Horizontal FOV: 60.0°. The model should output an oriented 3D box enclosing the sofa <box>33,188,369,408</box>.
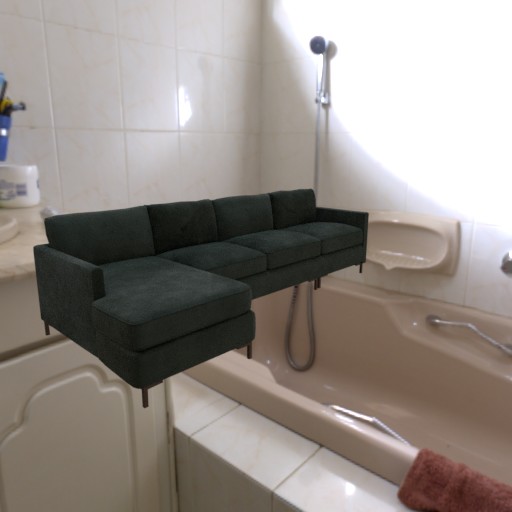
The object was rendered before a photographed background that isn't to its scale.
[{"bbox_3d":[0.000,0.000,4.052,1.500,0.967,3.400,13,19,43],"label":"sofa"}]
